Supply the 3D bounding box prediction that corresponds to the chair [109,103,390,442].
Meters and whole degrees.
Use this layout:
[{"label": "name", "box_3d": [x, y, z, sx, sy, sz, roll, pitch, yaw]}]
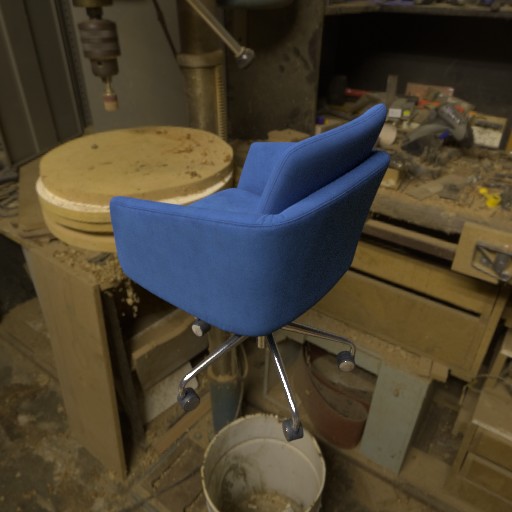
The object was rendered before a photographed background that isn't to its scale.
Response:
[{"label": "chair", "box_3d": [0.000, 0.000, 1.343, 0.635, 0.908, 0.641, 22, 38, 30]}]
